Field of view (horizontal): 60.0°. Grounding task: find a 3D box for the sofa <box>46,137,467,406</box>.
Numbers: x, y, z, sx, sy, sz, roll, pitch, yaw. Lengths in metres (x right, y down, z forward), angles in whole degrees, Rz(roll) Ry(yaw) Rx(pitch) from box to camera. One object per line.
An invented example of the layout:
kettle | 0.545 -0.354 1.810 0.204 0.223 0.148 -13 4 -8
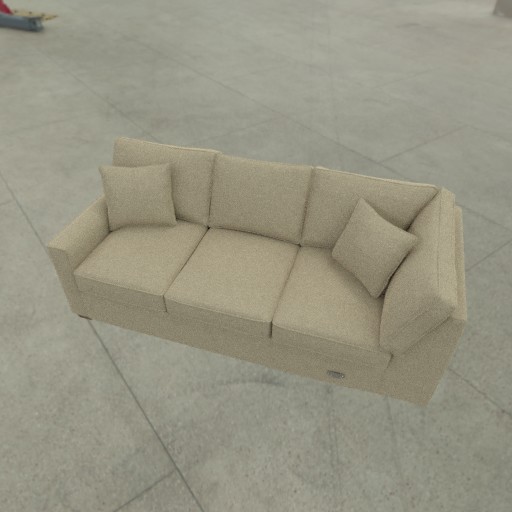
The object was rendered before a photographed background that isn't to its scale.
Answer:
sofa | 0.000 0.000 2.779 2.317 0.962 1.061 12 41 14
